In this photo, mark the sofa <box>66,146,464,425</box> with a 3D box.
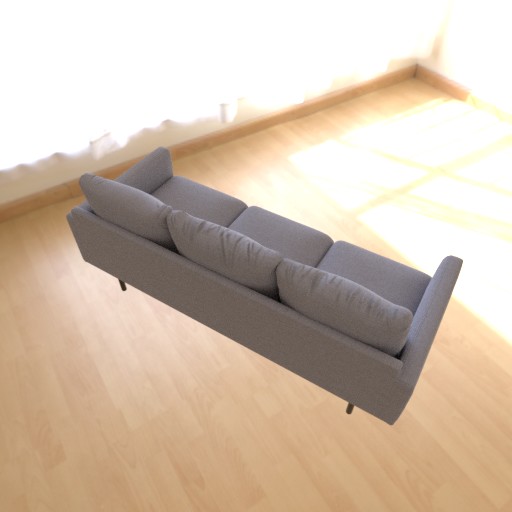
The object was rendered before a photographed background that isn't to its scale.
[{"bbox_3d":[0.000,0.000,2.480,2.000,0.830,0.850,24,51,21],"label":"sofa"}]
